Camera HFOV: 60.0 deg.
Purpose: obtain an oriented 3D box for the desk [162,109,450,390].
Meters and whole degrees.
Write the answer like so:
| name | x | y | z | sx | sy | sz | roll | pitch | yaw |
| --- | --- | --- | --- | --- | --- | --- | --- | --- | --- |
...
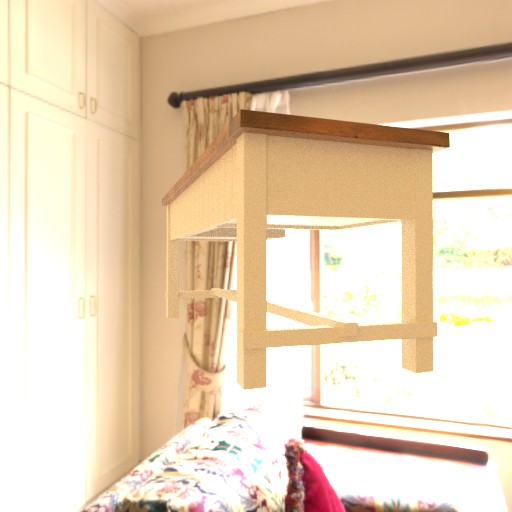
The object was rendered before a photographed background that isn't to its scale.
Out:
| name | x | y | z | sx | sy | sz | roll | pitch | yaw |
| --- | --- | --- | --- | --- | --- | --- | --- | --- | --- |
| desk | 0.000 | 0.000 | 2.142 | 0.688 | 0.762 | 1.803 | 0 | -1 | -18 |
